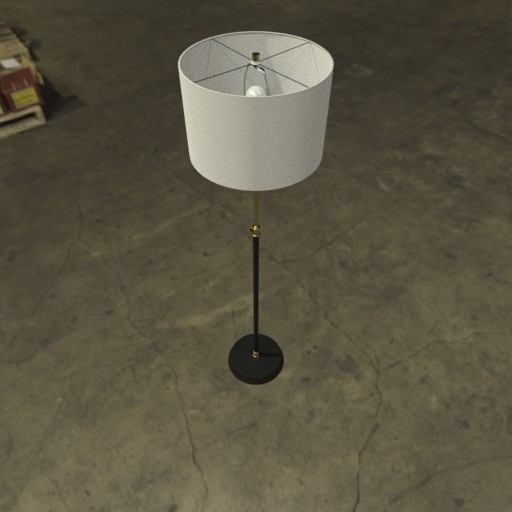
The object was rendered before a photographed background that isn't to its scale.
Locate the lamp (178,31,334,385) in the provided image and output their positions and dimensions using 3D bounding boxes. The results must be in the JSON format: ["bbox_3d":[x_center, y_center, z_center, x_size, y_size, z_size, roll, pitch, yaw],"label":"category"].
[{"bbox_3d":[0.000,0.000,1.696,0.404,1.517,0.404,-31,54,-26],"label":"lamp"}]
